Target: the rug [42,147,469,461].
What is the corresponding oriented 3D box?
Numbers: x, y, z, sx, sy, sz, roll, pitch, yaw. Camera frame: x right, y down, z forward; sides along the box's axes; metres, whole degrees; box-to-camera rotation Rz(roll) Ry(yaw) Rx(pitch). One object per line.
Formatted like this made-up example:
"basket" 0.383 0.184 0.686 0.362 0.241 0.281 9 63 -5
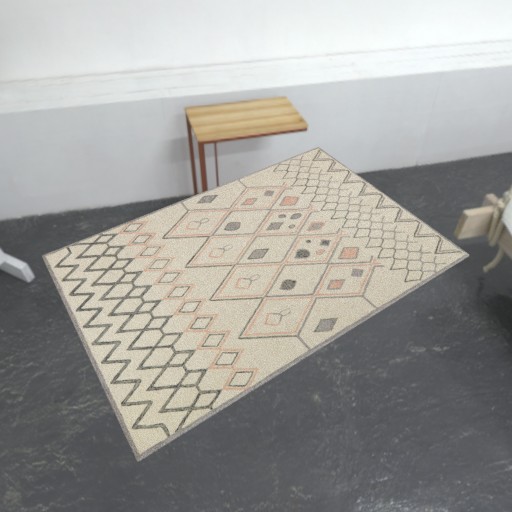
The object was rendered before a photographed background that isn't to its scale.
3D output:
"rug" 0.000 0.000 2.277 1.829 0.016 1.219 -26 51 -23
